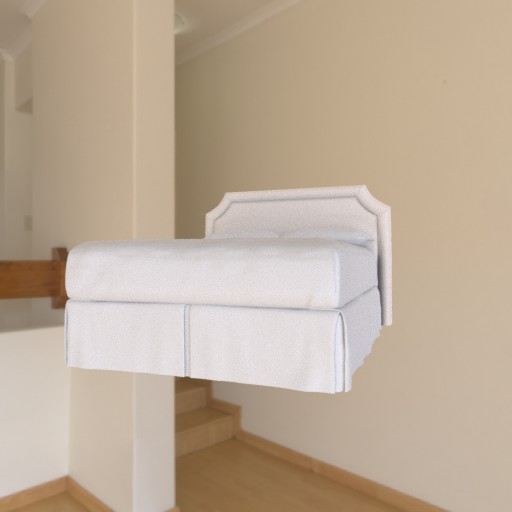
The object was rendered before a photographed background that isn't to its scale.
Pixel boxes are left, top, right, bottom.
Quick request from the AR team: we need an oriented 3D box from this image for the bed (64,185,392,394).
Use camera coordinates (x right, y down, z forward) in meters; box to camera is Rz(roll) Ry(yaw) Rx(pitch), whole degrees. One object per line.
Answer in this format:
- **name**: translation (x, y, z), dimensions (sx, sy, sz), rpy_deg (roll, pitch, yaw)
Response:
- **bed**: translation (0.000, 0.000, 3.285), dimensions (1.828, 1.297, 2.164), rpy_deg (0, -1, 20)
